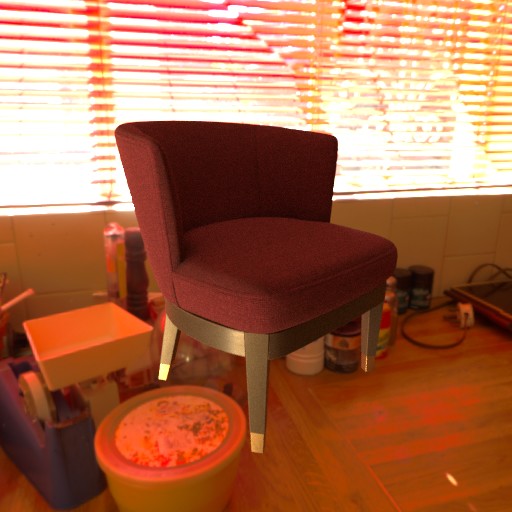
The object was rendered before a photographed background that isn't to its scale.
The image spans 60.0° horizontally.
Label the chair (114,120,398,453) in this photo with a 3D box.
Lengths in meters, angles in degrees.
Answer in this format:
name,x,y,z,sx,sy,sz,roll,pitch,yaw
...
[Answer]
name,x,y,z,sx,sy,sz,roll,pitch,yaw
chair,0.000,0.000,1.287,0.660,0.760,0.700,15,22,42
